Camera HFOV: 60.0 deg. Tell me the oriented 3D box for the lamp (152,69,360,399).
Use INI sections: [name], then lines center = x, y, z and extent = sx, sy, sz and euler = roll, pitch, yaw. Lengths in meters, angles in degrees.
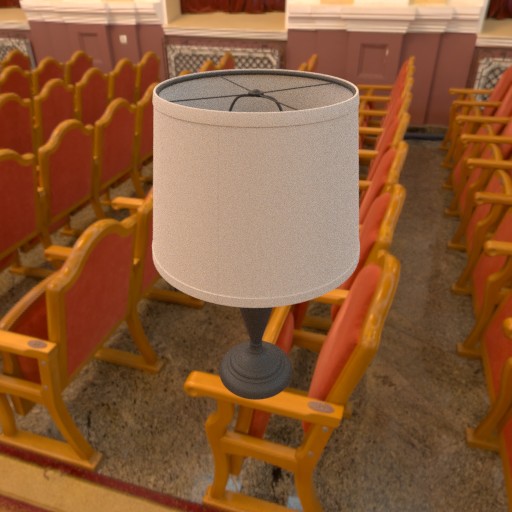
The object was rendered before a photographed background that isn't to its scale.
[lamp]
center = 0.000, 0.000, 0.688
extent = 0.310, 0.501, 0.310
euler = 0, 32, 0
